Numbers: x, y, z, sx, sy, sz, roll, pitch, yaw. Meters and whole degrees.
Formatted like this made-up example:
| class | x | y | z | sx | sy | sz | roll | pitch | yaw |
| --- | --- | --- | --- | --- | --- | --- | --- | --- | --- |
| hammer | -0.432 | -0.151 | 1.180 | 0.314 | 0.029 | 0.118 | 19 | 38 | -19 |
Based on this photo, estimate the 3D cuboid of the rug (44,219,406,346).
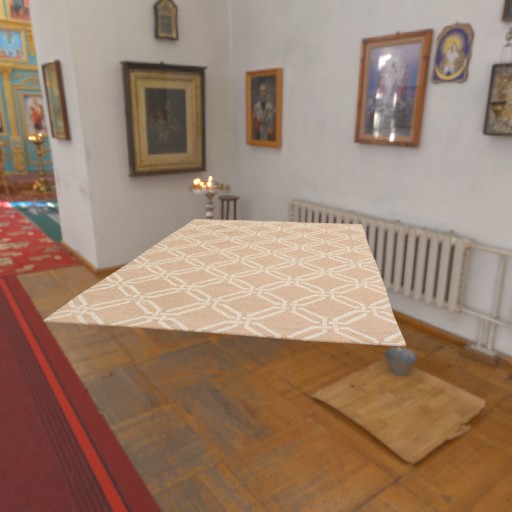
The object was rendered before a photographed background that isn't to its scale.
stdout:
| class | x | y | z | sx | sy | sz | roll | pitch | yaw |
| --- | --- | --- | --- | --- | --- | --- | --- | --- | --- |
| rug | 0.000 | 0.000 | 2.175 | 1.146 | 0.010 | 1.745 | 2 | 16 | 8 |
